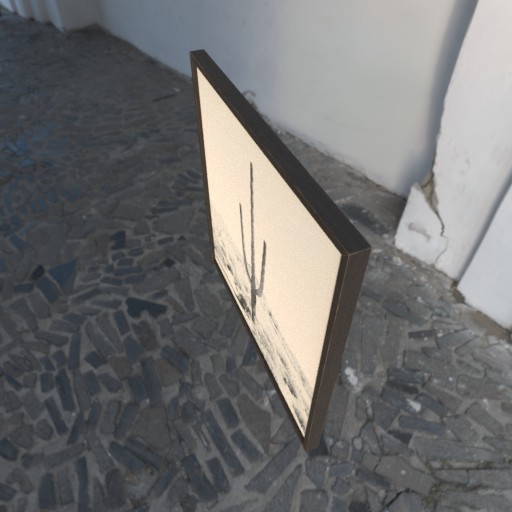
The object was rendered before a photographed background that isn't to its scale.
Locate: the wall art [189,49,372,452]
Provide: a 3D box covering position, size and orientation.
[{"bbox_3d":[0.000,0.000,1.148,0.038,0.762,0.762,-17,49,-16],"label":"wall art"}]
